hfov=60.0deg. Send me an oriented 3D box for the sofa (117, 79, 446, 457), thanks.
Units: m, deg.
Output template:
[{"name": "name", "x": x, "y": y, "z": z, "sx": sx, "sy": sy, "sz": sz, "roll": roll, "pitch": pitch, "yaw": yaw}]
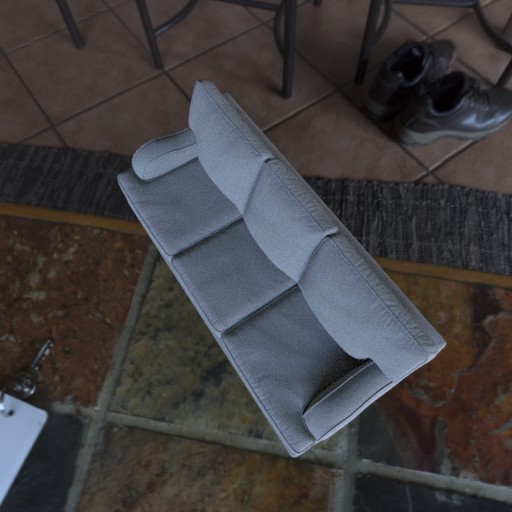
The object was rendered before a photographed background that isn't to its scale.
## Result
[{"name": "sofa", "x": 0.000, "y": 0.000, "z": 2.968, "sx": 1.016, "sy": 0.997, "sz": 2.323, "roll": -31, "pitch": 67, "yaw": -14}]
